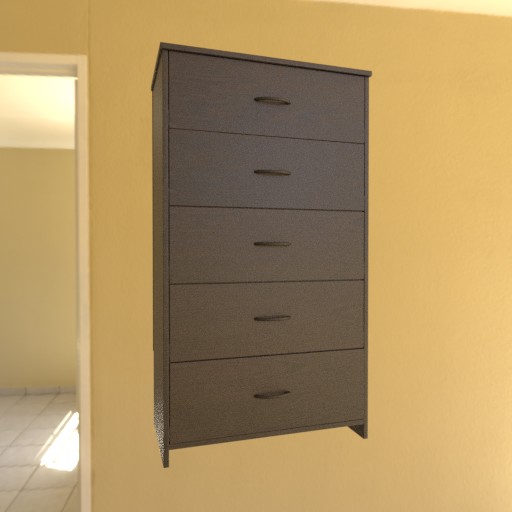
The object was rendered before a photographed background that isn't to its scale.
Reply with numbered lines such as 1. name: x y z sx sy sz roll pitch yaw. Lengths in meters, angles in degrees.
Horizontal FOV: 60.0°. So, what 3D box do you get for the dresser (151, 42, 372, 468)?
1. dresser: 0.000 0.000 1.585 0.704 1.254 0.418 0 1 -17
